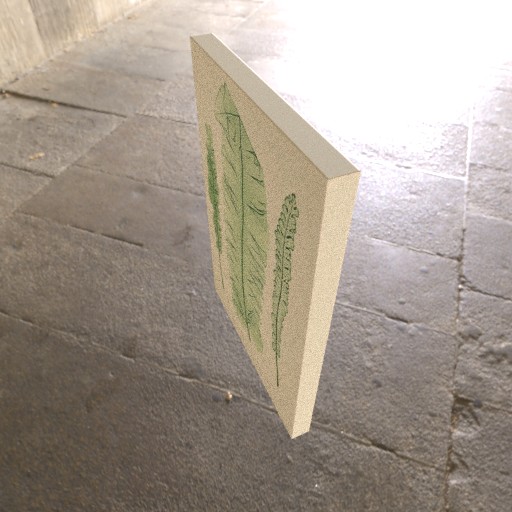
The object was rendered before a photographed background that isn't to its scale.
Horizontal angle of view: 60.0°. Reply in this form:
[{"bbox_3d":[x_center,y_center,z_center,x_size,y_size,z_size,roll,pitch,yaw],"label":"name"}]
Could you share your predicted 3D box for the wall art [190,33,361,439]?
[{"bbox_3d":[0.000,0.000,0.782,0.038,0.608,0.418,-18,48,-17],"label":"wall art"}]
